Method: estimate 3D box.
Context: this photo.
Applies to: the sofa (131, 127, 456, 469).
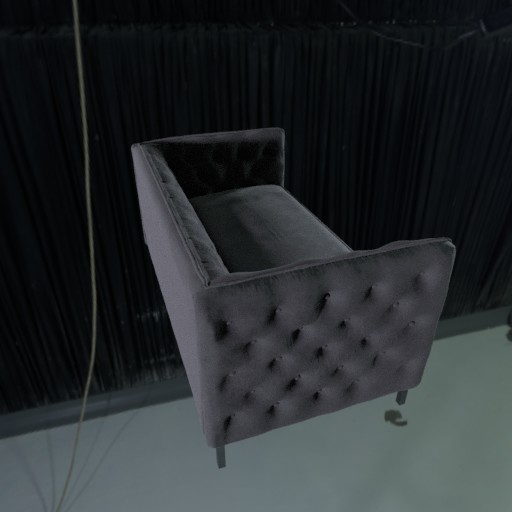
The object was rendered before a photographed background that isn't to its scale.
[{"bbox_3d":[0.000,0.000,2.130,0.909,0.810,1.583,-11,33,-17],"label":"sofa"}]
